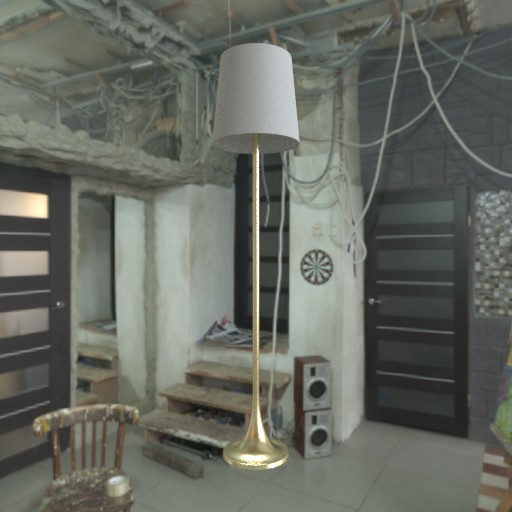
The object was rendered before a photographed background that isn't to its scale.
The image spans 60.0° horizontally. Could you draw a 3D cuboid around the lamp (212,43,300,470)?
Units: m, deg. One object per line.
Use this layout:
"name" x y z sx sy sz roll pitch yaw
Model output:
"lamp" 0.000 0.000 1.724 0.337 1.543 0.337 0 1 0
